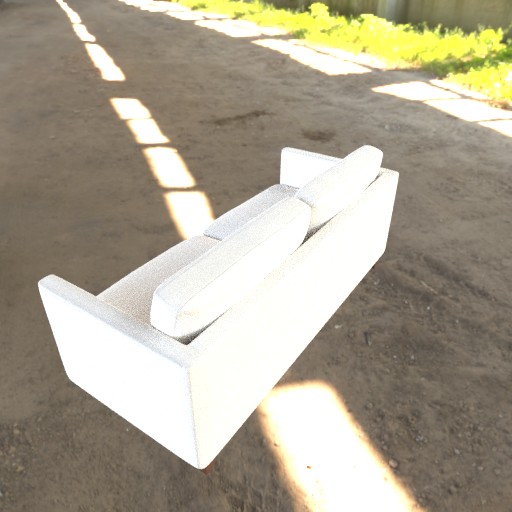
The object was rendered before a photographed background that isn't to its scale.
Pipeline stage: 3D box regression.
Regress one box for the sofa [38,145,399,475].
[{"bbox_3d":[0.000,0.000,2.591,0.924,0.933,2.139,21,38,28],"label":"sofa"}]
